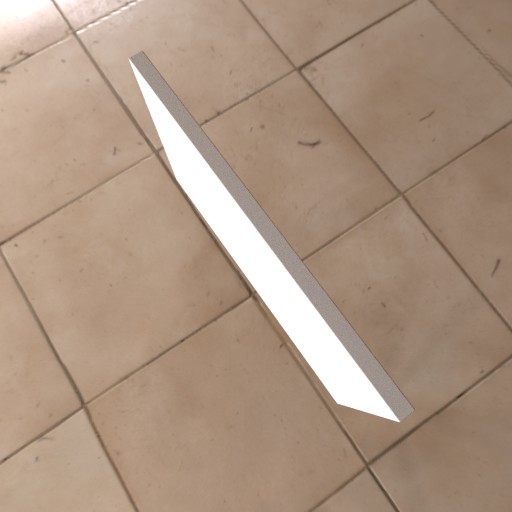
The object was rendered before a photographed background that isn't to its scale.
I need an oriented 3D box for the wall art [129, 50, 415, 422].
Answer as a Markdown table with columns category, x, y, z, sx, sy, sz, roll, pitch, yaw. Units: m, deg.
| category | x | y | z | sx | sy | sz | roll | pitch | yaw |
| --- | --- | --- | --- | --- | --- | --- | --- | --- | --- |
| wall art | 0.000 | 0.000 | 1.143 | 0.038 | 0.601 | 0.898 | -34 | 77 | -9 |
